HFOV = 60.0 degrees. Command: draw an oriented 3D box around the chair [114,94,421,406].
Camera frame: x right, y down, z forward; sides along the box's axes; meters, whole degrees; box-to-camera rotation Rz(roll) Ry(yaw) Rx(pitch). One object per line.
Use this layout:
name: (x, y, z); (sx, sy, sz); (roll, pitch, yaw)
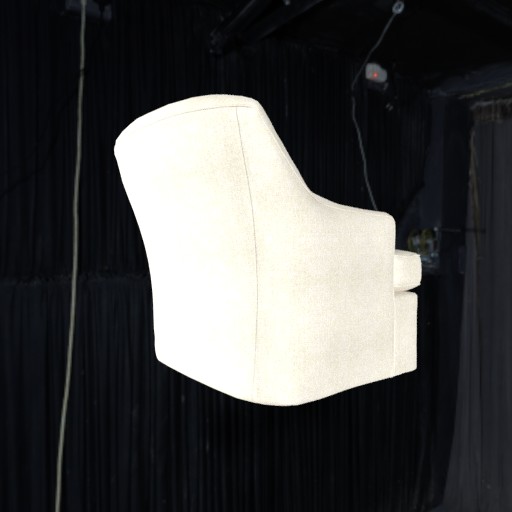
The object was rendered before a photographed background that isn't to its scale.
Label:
chair: (0.000, 0.000, 1.603); (0.923, 0.856, 0.864); (-1, 1, -36)
